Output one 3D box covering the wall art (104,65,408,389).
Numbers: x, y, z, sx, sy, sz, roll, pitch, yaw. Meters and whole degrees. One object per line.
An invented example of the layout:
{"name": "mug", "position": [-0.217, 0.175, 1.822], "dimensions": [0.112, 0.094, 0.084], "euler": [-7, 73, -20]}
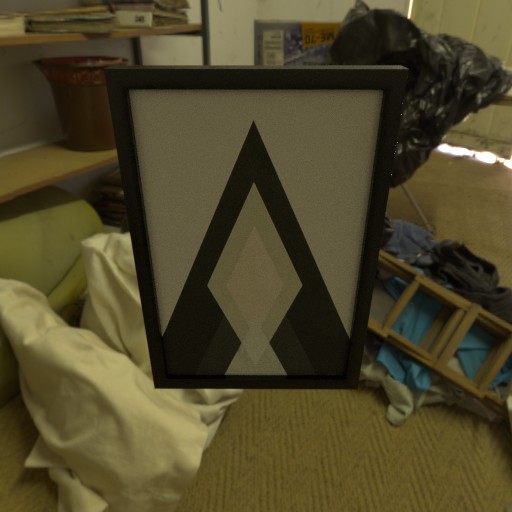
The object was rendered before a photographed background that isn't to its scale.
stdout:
{"name": "wall art", "position": [0.000, 0.000, 0.580], "dimensions": [0.313, 0.457, 0.031], "euler": [0, 30, 0]}
